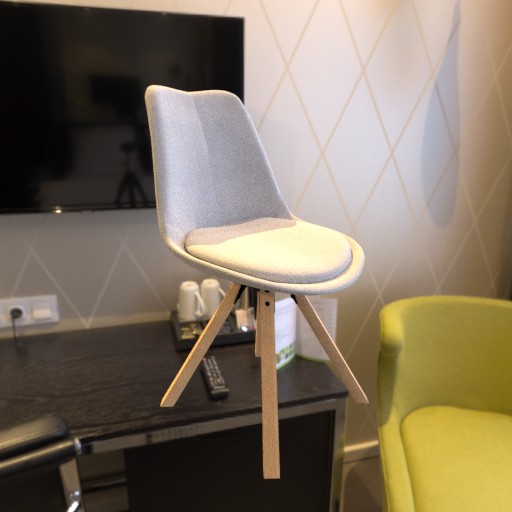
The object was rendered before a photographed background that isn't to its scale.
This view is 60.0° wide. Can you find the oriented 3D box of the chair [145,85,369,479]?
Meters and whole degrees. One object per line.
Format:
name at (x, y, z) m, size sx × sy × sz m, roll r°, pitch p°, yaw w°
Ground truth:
chair at (0.000, 0.000, 1.173) m, size 0.549 × 0.863 × 0.474 m, roll 15°, pitch 22°, yaw 42°
